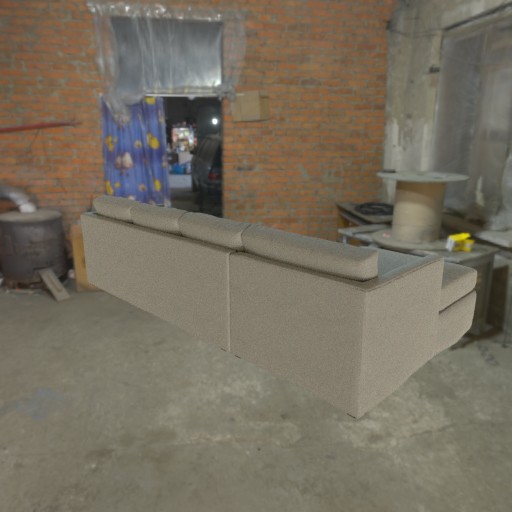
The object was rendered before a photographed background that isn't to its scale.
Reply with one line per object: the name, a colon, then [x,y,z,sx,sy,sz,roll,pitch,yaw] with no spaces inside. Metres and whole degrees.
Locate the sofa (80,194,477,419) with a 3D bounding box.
sofa: [0.000,0.000,3.845,3.205,0.922,1.650,15,21,43]
